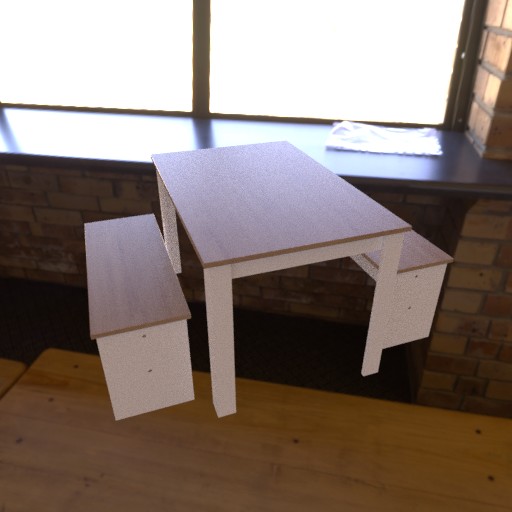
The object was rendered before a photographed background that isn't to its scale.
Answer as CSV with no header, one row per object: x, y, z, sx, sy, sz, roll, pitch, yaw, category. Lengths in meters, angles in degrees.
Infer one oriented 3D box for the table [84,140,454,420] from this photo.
0.000,0.000,2.031,1.443,0.700,1.100,-10,32,-17,table
